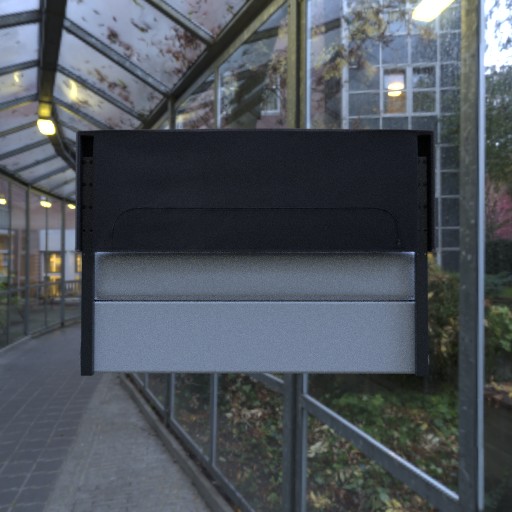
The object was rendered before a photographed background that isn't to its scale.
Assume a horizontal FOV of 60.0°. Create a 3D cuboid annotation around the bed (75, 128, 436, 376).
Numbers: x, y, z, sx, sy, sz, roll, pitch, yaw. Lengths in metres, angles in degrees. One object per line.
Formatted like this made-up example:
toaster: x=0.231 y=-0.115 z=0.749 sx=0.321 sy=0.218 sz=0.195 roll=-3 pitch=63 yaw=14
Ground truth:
bed: x=0.000 y=0.000 z=2.867 sx=1.610 sy=1.089 sz=1.894 roll=0 pitch=-1 yaw=0
